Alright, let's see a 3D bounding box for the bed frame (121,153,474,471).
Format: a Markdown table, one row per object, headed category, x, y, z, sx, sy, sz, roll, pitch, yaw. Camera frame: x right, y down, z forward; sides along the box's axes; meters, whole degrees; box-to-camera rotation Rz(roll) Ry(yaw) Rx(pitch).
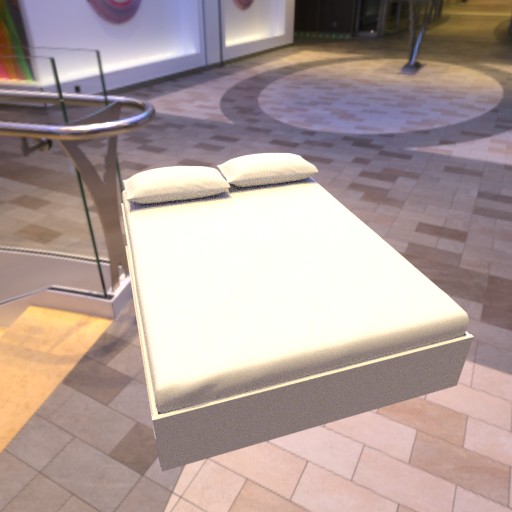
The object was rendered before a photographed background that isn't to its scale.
| category | x | y | z | sx | sy | sz | roll | pitch | yaw |
| --- | --- | --- | --- | --- | --- | --- | --- | --- | --- |
| bed frame | 0.000 | 0.000 | 2.611 | 1.450 | 0.629 | 1.950 | -10 | 33 | -15 |
